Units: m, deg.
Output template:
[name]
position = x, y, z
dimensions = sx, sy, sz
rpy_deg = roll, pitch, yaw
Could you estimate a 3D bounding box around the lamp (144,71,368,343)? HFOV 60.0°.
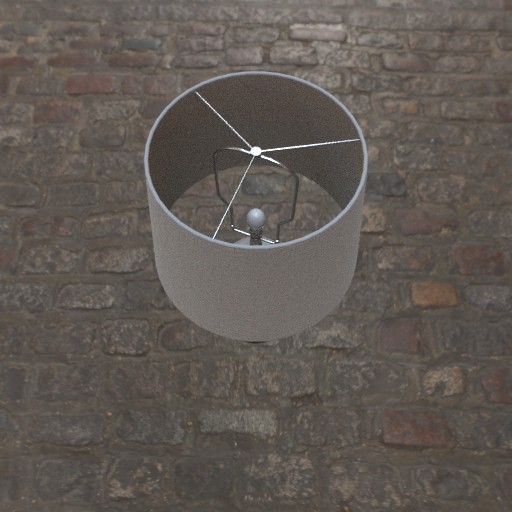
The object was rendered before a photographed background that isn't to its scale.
[lamp]
position = 0.000, 0.000, 0.666
dimensions = 0.285, 0.483, 0.285
rpy_deg = 0, 64, 0
